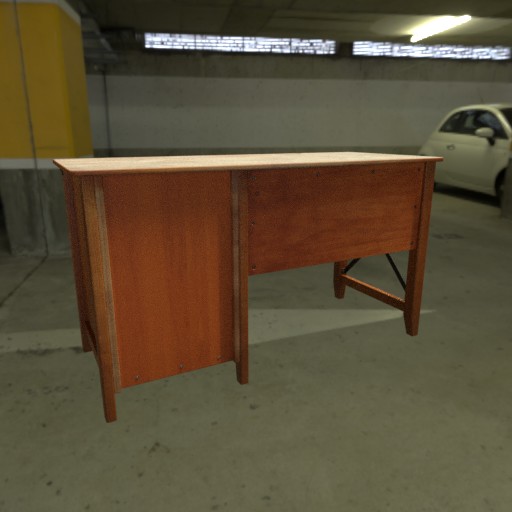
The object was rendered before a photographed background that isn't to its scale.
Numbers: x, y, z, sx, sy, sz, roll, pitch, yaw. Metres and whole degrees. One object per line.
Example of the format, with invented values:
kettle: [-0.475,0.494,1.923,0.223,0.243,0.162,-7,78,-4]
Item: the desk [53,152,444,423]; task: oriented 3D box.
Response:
desk: [0.000,0.000,1.752,1.353,0.756,0.574,-8,17,-27]
